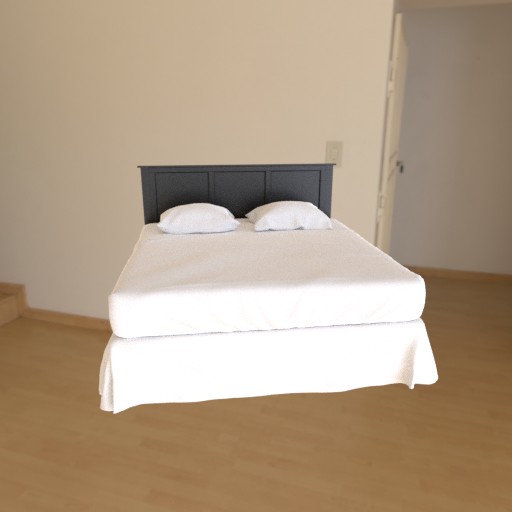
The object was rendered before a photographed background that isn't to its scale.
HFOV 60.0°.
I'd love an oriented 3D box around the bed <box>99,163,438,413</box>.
[{"bbox_3d":[0.000,0.000,3.628,2.315,1.271,2.219,-2,17,-7],"label":"bed"}]
